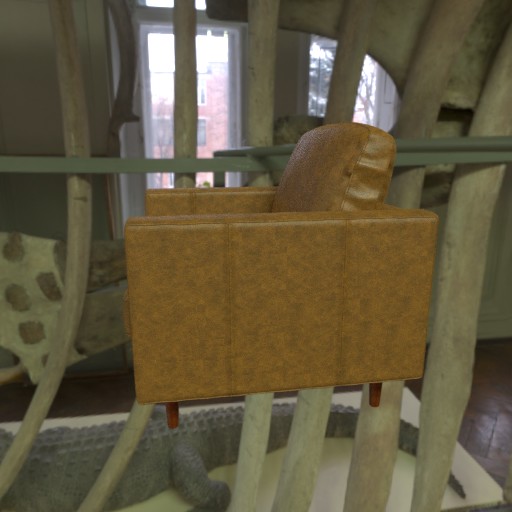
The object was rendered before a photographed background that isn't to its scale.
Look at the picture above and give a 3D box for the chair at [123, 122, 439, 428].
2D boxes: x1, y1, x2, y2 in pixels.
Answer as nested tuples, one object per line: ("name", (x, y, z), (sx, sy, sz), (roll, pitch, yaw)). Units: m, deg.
("chair", (0.000, 0.000, 1.658), (0.909, 0.956, 0.890), (-2, 14, -10))
